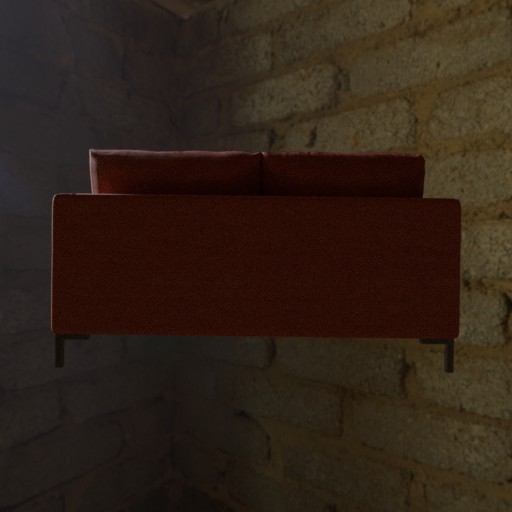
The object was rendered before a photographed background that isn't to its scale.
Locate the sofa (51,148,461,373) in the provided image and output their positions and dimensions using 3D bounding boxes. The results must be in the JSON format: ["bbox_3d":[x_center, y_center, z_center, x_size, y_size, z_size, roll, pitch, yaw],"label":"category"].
[{"bbox_3d":[0.000,0.000,2.102,1.574,0.896,0.864,0,1,0],"label":"sofa"}]
